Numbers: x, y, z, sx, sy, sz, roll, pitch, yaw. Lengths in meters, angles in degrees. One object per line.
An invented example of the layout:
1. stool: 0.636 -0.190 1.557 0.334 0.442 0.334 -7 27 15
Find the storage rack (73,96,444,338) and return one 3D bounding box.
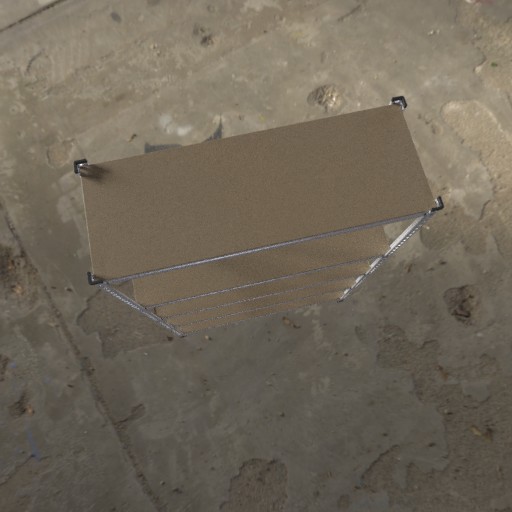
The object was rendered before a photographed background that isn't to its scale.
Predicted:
1. storage rack: 0.000 0.000 2.413 1.219 1.829 0.457 -12 75 -3
